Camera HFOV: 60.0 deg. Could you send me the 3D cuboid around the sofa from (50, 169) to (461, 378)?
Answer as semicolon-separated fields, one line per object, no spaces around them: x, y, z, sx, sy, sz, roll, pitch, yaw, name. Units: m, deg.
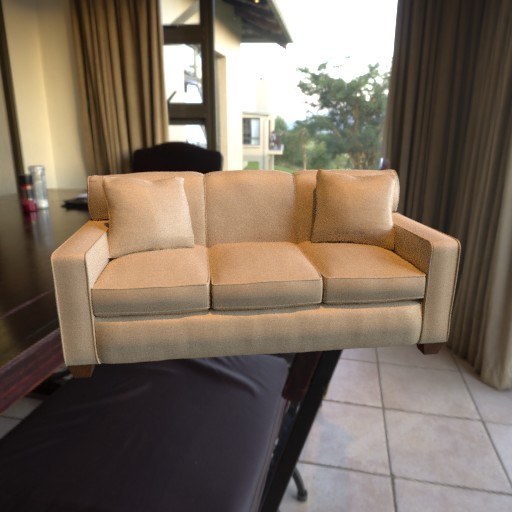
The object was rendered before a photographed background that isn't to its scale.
0.000;0.000;2.609;2.024;0.958;0.997;-2;17;-7;sofa
